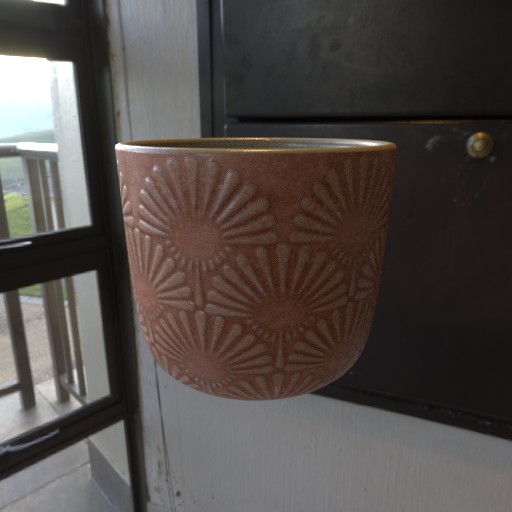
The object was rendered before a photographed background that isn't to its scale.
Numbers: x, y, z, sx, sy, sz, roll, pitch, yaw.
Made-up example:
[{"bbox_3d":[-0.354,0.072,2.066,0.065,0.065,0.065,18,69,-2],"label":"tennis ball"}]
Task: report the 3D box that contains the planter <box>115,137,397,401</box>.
[{"bbox_3d":[0.000,0.000,0.218,0.124,0.109,0.124,0,17,0],"label":"planter"}]
